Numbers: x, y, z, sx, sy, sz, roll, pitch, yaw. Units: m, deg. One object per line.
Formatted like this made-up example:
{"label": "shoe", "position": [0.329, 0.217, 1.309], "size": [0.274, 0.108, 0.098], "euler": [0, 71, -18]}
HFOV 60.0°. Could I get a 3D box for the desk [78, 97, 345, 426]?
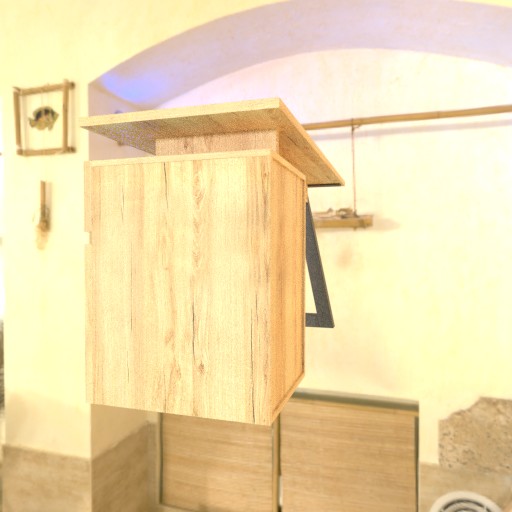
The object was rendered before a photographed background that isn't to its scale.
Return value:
{"label": "desk", "position": [0.000, 0.000, 1.769], "size": [0.550, 0.760, 1.400], "euler": [0, 1, 17]}
